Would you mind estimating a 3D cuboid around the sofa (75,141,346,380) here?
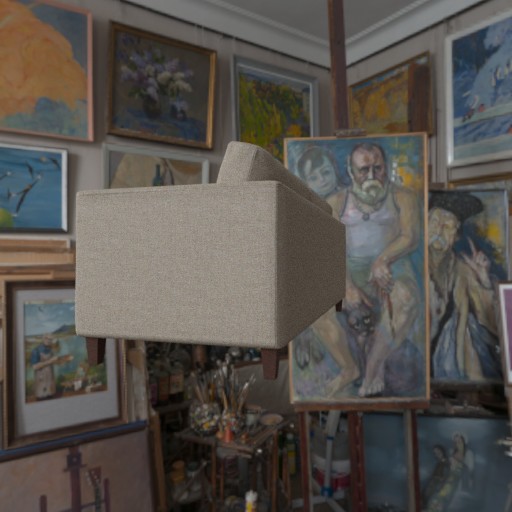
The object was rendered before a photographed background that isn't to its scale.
[{"bbox_3d":[0.000,0.000,2.935,0.951,0.965,2.434,0,0,17],"label":"sofa"}]
